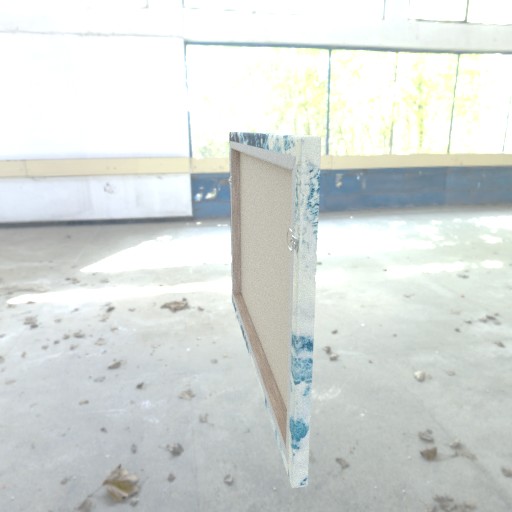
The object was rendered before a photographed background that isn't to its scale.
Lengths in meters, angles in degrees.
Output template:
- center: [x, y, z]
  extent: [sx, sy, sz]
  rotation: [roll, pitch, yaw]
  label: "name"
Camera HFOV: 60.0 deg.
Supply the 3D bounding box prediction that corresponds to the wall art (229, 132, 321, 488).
- center: [0.000, 0.000, 1.903]
  extent: [0.055, 1.017, 1.524]
  rotation: [-3, 16, -9]
  label: "wall art"
